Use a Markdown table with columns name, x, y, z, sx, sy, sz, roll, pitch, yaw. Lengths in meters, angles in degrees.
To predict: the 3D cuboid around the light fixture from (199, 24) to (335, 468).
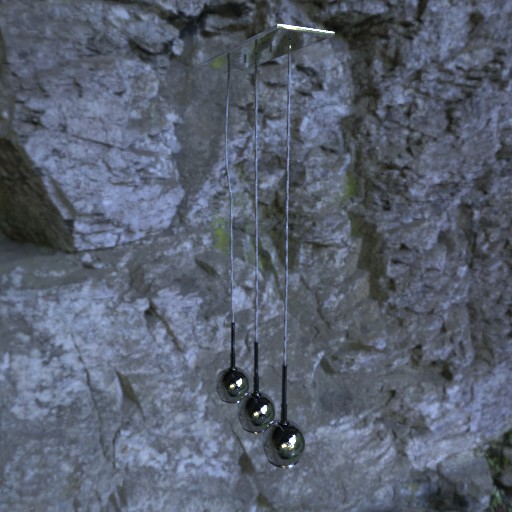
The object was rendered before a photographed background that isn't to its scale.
| name | x | y | z | sx | sy | sz | roll | pitch | yaw |
| --- | --- | --- | --- | --- | --- | --- | --- | --- | --- |
| light fixture | 0.000 | 0.000 | 1.643 | 0.188 | 1.408 | 0.623 | -7 | 15 | -26 |
